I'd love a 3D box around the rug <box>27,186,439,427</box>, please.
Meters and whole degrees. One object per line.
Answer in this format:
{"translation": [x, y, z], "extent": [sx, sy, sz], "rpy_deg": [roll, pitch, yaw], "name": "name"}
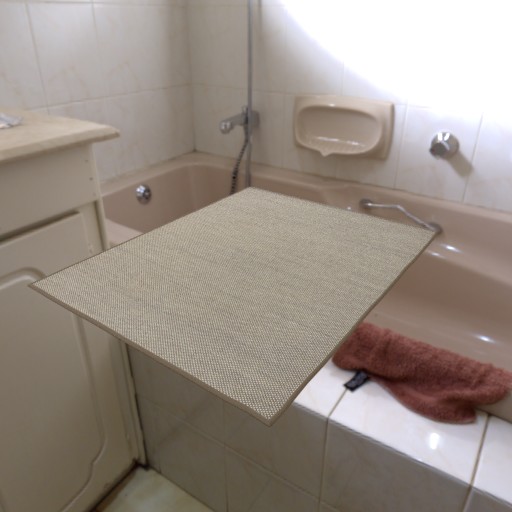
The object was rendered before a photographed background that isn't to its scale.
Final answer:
{"translation": [0.000, 0.000, 4.041], "extent": [2.413, 0.020, 3.041], "rpy_deg": [19, 33, 31], "name": "rug"}
